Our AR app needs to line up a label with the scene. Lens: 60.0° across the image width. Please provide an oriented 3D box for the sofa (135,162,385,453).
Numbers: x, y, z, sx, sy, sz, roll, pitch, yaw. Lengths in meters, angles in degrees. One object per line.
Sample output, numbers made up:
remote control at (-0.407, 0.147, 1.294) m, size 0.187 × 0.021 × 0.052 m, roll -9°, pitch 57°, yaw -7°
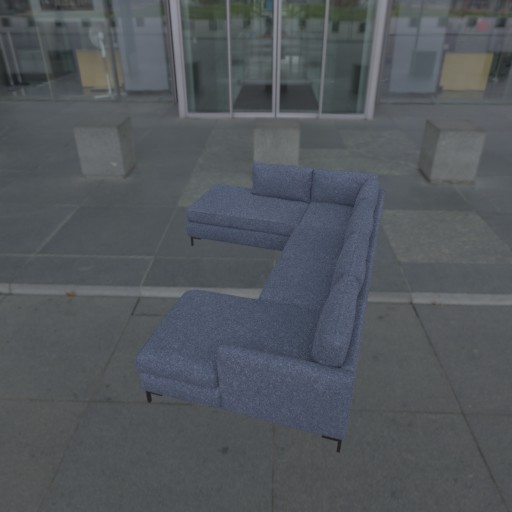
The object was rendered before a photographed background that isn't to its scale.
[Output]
sofa at (0.000, 0.000, 3.907) m, size 2.007 × 0.813 × 2.956 m, roll 9°, pitch 31°, yaw 15°
